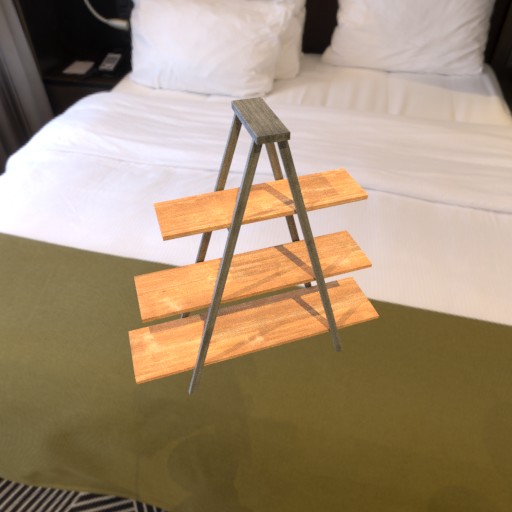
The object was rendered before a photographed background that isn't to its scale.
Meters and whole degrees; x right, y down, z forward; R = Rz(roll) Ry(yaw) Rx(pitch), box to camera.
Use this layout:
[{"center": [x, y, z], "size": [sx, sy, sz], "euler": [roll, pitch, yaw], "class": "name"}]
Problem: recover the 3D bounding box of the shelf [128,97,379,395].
[{"center": [0.000, 0.000, 2.731], "size": [1.746, 1.808, 0.508], "euler": [-13, 44, -14], "class": "shelf"}]
